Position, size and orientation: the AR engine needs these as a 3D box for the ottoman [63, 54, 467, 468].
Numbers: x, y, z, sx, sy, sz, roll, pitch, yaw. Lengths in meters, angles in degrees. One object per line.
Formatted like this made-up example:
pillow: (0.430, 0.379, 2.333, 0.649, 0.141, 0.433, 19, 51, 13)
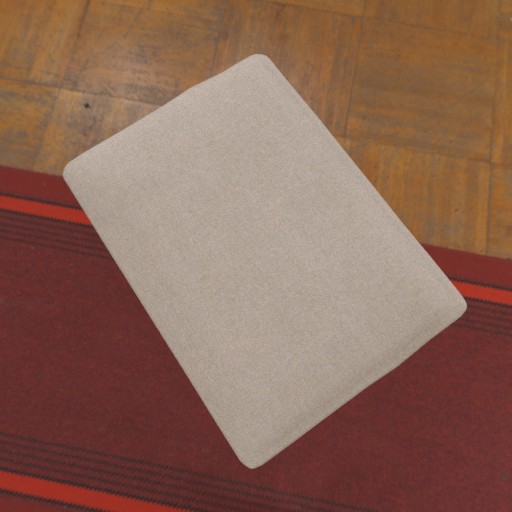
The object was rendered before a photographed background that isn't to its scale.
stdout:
ottoman: (0.000, 0.000, 1.236, 0.617, 0.503, 0.846, -34, 78, -8)
